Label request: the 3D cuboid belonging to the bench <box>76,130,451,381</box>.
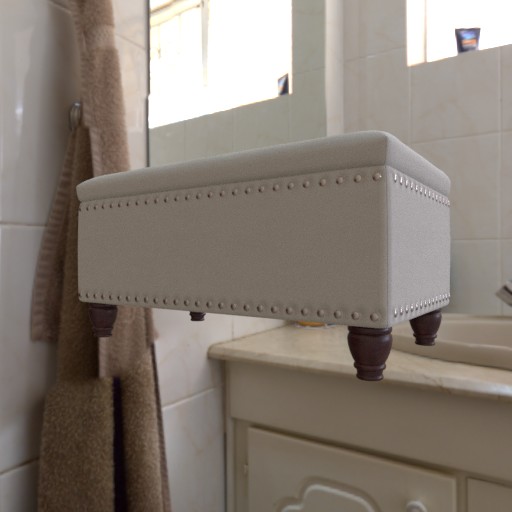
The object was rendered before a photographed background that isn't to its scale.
[{"bbox_3d":[0.000,0.000,1.188,0.887,0.449,0.500,0,-1,35],"label":"bench"}]
